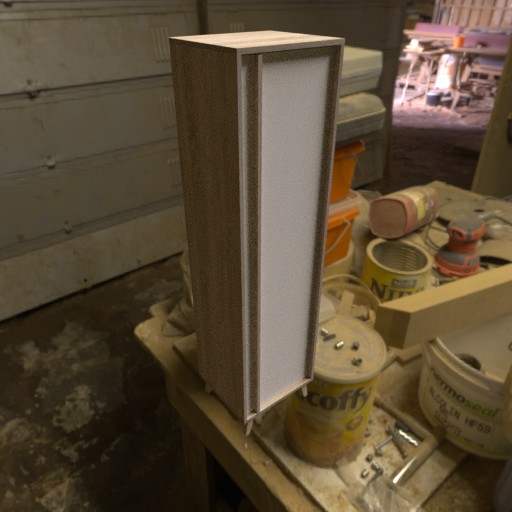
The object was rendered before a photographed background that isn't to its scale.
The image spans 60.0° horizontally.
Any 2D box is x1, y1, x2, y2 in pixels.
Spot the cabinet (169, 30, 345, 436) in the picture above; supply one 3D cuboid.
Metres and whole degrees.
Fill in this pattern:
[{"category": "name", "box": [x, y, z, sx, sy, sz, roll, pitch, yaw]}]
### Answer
[{"category": "cabinet", "box": [0.000, 0.000, 2.212, 0.510, 1.960, 0.450, -22, 38, -32]}]
